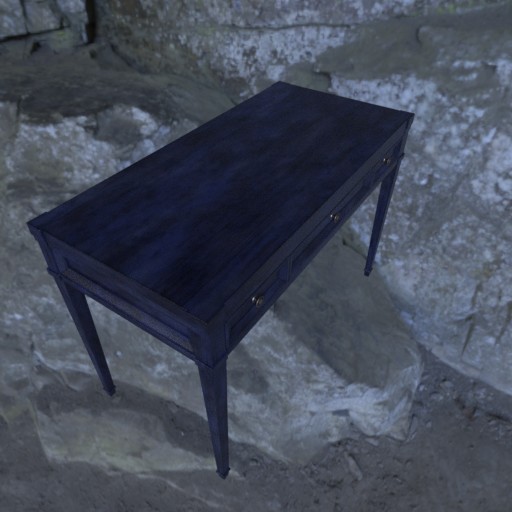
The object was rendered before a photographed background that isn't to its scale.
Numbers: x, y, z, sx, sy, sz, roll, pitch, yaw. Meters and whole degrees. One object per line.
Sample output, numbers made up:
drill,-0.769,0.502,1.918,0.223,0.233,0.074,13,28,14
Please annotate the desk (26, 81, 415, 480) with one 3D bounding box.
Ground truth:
desk,0.000,0.000,1.750,0.630,0.861,1.289,24,47,25
